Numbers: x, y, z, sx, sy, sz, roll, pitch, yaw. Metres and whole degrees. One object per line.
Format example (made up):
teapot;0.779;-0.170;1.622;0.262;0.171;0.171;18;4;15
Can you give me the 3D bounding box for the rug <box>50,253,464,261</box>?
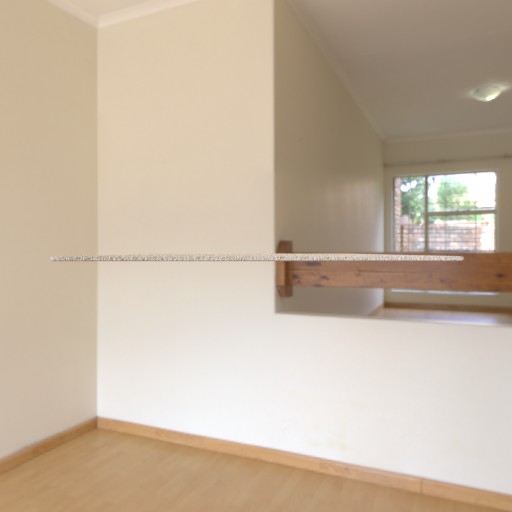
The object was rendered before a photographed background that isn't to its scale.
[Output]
rug;0.000;0.000;4.106;2.438;0.029;3.047;0;1;0
